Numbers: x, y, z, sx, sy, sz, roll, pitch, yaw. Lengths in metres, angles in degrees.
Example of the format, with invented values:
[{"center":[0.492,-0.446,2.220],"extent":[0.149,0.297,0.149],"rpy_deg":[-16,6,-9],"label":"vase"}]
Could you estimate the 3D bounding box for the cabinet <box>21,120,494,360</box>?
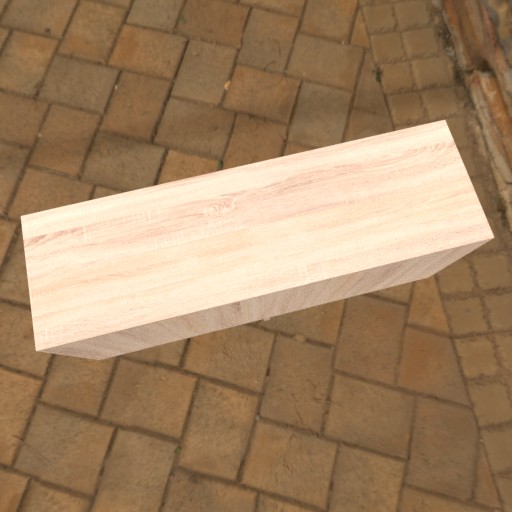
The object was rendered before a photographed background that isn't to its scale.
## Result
[{"center":[0.000,0.000,1.985],"extent":[1.650,0.780,0.500],"rpy_deg":[-14,75,-4],"label":"cabinet"}]
